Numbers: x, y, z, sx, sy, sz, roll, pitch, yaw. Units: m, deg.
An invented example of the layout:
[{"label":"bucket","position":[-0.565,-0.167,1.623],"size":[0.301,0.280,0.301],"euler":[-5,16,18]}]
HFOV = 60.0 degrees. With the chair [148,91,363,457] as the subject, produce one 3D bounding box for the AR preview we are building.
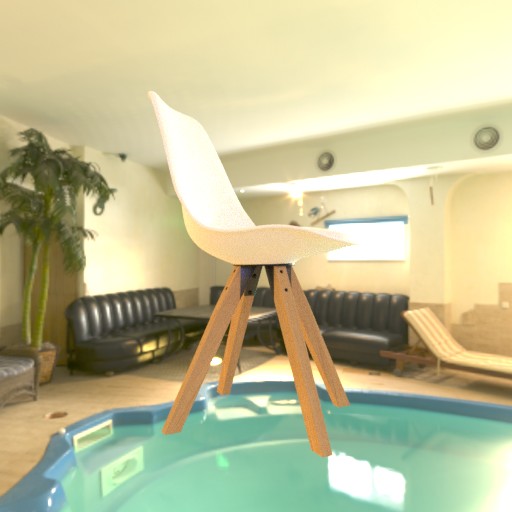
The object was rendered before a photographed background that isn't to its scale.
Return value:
[{"label":"chair","position":[0.000,0.000,1.170],"size":[0.550,0.849,0.485],"euler":[0,0,18]}]
